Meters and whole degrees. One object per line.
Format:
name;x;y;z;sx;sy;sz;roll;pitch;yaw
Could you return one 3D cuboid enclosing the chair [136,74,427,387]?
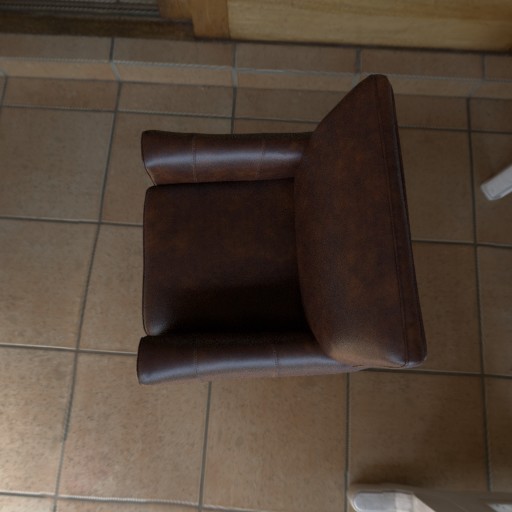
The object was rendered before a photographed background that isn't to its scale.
chair;0.000;0.000;1.609;0.823;0.943;0.870;-2;76;-1
